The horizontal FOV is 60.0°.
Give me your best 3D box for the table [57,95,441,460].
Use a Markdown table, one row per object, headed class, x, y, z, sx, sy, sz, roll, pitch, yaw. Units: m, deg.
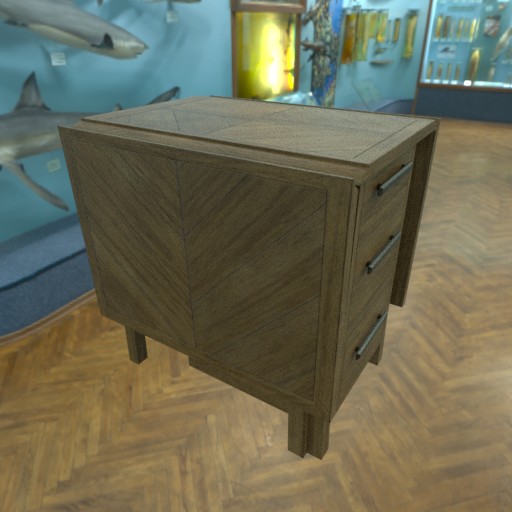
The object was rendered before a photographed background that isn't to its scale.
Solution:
| class | x | y | z | sx | sy | sz | roll | pitch | yaw |
| --- | --- | --- | --- | --- | --- | --- | --- | --- | --- |
| table | 0.000 | 0.000 | 1.269 | 0.746 | 0.763 | 0.591 | 17 | 32 | 29 |
